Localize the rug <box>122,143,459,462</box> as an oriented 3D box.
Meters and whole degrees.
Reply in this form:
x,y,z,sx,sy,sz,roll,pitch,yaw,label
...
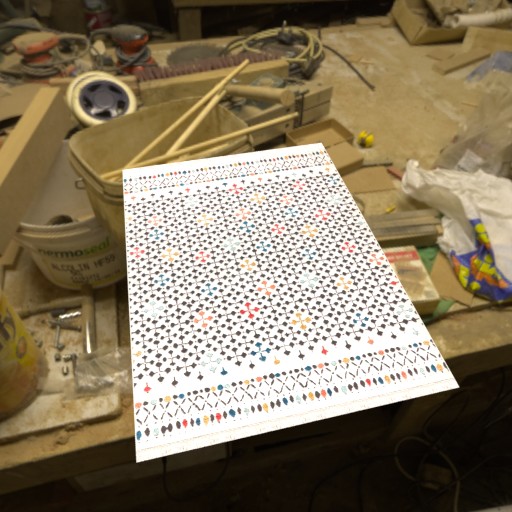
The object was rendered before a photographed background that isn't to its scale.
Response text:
x,y,z,sx,sy,sz,roll,pitch,yaw,label
0.000,0.000,4.135,2.354,0.007,3.196,-10,49,-9,rug
